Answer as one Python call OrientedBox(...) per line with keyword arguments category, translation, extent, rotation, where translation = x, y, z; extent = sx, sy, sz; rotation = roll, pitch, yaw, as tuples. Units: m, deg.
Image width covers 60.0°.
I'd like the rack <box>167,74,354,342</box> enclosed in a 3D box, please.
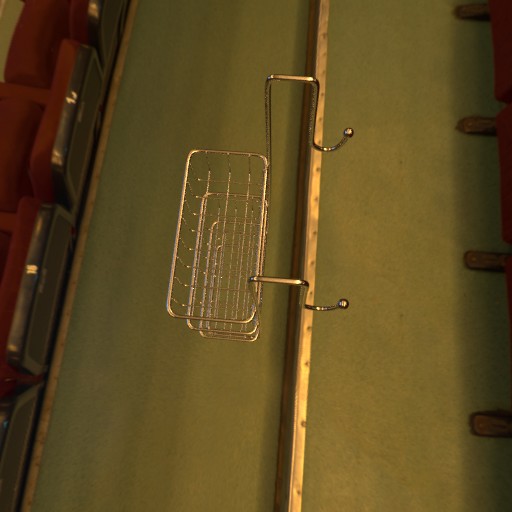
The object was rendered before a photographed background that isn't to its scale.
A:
OrientedBox(category="rack", translation=(0.000, 0.000, 0.662), extent=(0.202, 0.574, 0.228), rotation=(5, 75, 1))
